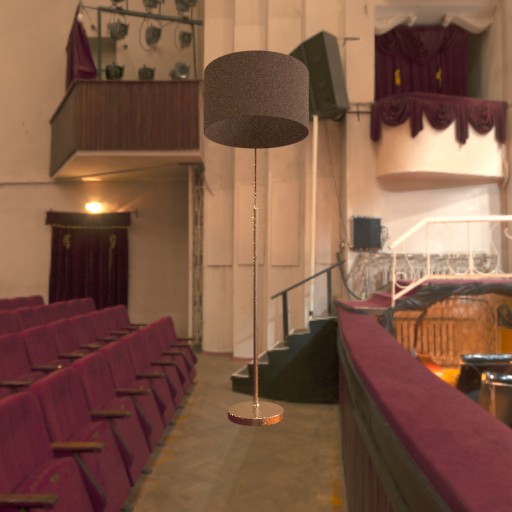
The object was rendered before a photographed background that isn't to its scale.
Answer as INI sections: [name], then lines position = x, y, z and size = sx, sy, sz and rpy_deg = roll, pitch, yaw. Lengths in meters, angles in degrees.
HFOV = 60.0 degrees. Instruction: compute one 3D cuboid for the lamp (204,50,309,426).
[lamp]
position = 0.000, 0.000, 2.139
size = 0.452, 1.735, 0.934
rpy_deg = 0, -2, 0
